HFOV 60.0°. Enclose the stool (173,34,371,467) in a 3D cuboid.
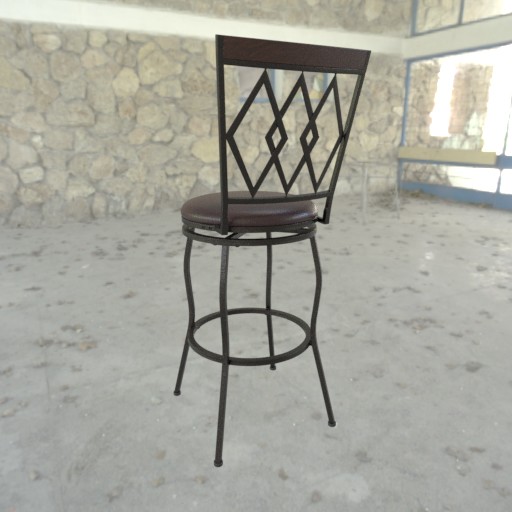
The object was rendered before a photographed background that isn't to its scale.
[{"bbox_3d":[0.000,0.000,1.367,0.432,1.134,0.521,-8,17,-26],"label":"stool"}]
